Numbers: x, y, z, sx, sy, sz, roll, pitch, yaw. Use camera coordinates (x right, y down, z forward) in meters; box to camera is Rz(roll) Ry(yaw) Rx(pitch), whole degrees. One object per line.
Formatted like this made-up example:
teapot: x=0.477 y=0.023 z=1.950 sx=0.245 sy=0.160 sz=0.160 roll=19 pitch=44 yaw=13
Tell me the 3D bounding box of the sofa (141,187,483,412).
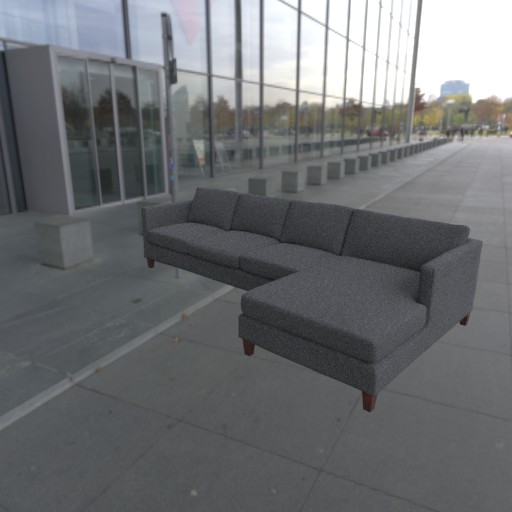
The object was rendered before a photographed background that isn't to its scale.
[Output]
sofa: x=0.000 y=0.000 z=3.867 sx=3.186 sy=0.846 sz=1.625 roll=14 pitch=22 yaw=41
